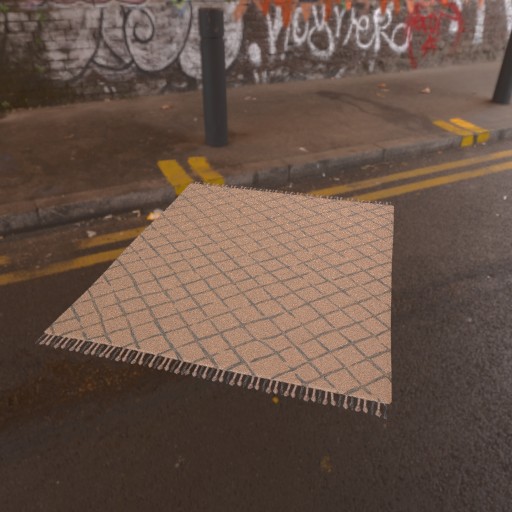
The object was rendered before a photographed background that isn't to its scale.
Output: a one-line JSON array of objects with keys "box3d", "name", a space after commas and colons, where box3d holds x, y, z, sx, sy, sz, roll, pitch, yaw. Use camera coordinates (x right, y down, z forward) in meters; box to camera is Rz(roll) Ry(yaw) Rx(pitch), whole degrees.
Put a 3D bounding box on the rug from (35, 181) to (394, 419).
[{"box3d": [0.000, 0.000, 4.838, 2.892, 0.036, 3.585, 8, 33, 13], "name": "rug"}]
